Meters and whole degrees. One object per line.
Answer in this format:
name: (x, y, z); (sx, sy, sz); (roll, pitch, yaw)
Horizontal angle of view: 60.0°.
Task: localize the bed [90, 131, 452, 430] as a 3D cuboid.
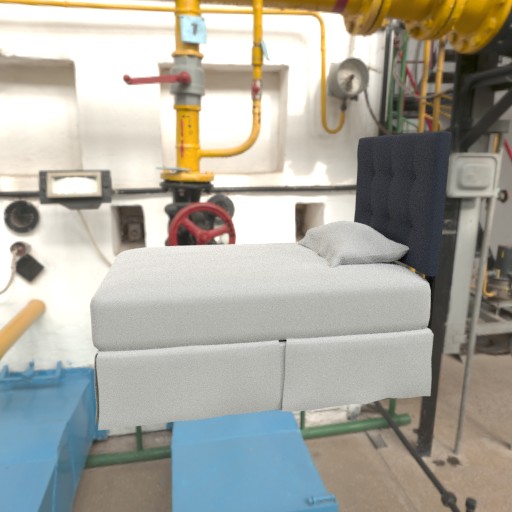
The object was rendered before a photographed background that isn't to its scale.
bed: (0.000, 0.000, 2.946); (1.997, 1.571, 1.261); (-2, 13, -9)
